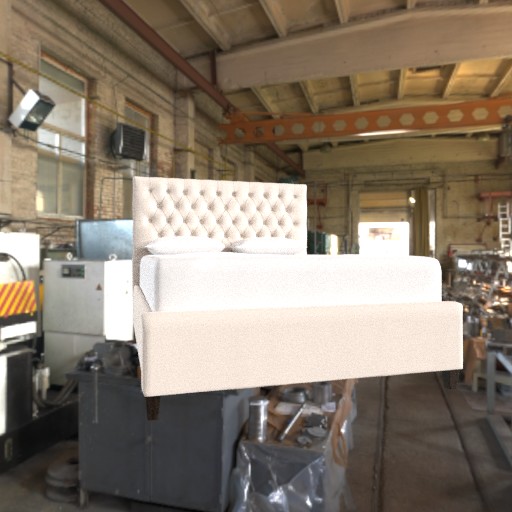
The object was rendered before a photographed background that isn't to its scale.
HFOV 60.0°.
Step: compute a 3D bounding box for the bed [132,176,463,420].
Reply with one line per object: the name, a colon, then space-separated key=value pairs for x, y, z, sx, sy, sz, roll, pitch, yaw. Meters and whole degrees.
bed: x=0.000 y=0.000 z=3.200 sx=1.696 sy=1.426 sz=2.233 roll=0 pitch=0 yaw=-16
